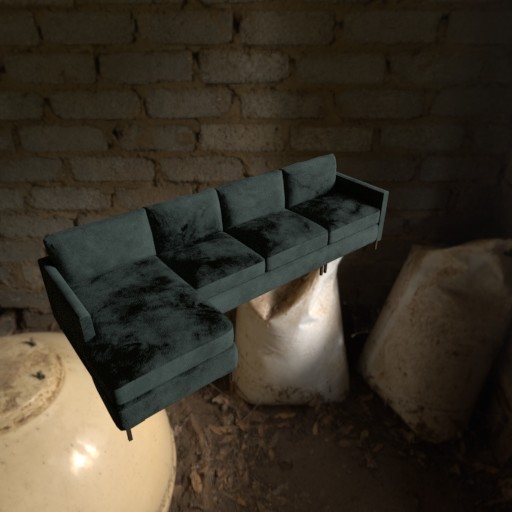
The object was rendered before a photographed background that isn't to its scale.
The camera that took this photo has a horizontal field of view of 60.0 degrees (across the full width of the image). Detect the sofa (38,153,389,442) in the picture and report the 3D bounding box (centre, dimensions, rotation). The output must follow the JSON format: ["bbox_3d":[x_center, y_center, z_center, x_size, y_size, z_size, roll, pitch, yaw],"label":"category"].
[{"bbox_3d":[0.000,0.000,4.060,3.400,0.967,1.500,-22,38,-32],"label":"sofa"}]
